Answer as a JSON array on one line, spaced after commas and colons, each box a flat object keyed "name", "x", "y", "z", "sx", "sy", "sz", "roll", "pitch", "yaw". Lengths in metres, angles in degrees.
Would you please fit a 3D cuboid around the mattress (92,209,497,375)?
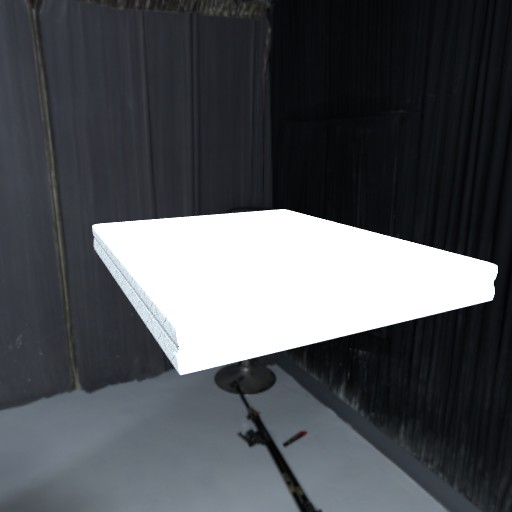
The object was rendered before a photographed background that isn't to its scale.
[{"name": "mattress", "x": 0.000, "y": 0.000, "z": 2.660, "sx": 1.600, "sy": 0.200, "sz": 2.000, "roll": -7, "pitch": 16, "yaw": -26}]
